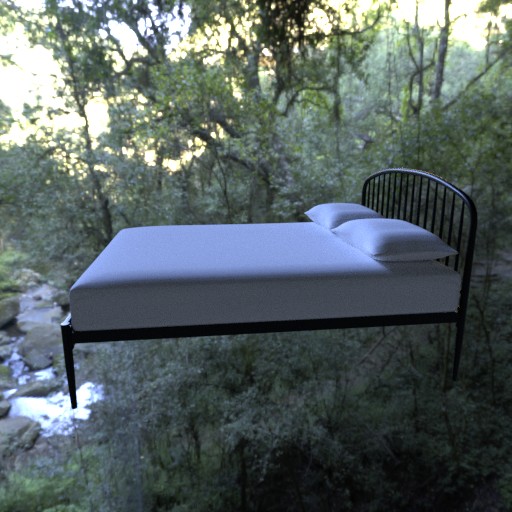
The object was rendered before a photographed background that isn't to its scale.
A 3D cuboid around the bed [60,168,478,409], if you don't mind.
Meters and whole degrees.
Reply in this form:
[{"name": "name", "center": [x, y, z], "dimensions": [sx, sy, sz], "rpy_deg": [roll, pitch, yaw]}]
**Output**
[{"name": "bed", "center": [0.000, 0.000, 3.056], "dimensions": [2.159, 1.166, 1.618], "rpy_deg": [-2, 14, -7]}]
